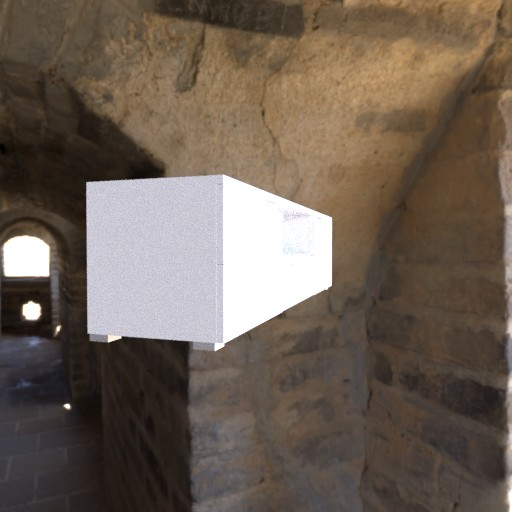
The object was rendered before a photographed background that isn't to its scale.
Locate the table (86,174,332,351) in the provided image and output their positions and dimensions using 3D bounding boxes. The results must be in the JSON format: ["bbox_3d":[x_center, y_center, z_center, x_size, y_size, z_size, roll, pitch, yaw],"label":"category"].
[{"bbox_3d":[0.000,0.000,1.891,0.390,0.420,1.650,0,1,18],"label":"table"}]
